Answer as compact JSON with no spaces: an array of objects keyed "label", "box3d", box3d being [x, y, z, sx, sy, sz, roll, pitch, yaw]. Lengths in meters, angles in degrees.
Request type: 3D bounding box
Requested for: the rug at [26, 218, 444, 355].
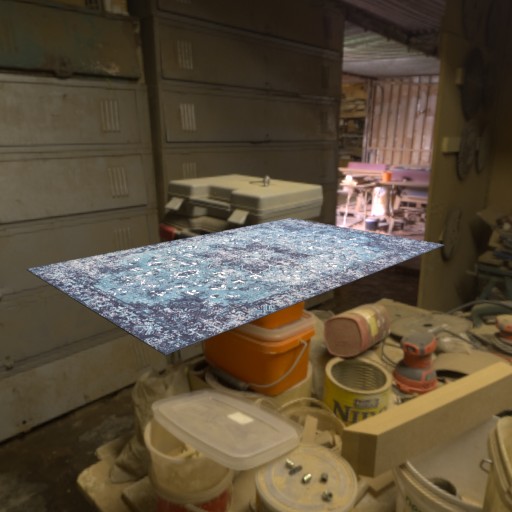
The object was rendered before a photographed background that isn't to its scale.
[{"label":"rug","box3d":[0.000,0.000,3.001,2.440,0.007,1.525,-15,21,-42]}]
